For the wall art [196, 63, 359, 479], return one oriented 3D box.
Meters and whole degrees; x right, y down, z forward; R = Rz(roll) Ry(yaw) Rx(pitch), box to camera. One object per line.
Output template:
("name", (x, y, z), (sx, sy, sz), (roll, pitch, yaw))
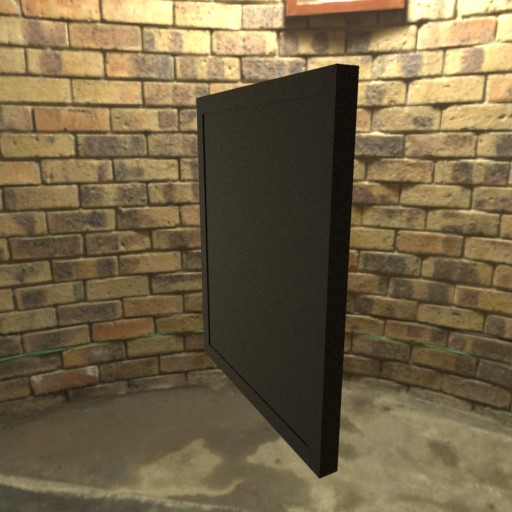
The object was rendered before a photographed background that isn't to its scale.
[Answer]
("wall art", (0.000, 0.000, 0.775), (0.033, 0.559, 0.457), (-7, 16, -27))
